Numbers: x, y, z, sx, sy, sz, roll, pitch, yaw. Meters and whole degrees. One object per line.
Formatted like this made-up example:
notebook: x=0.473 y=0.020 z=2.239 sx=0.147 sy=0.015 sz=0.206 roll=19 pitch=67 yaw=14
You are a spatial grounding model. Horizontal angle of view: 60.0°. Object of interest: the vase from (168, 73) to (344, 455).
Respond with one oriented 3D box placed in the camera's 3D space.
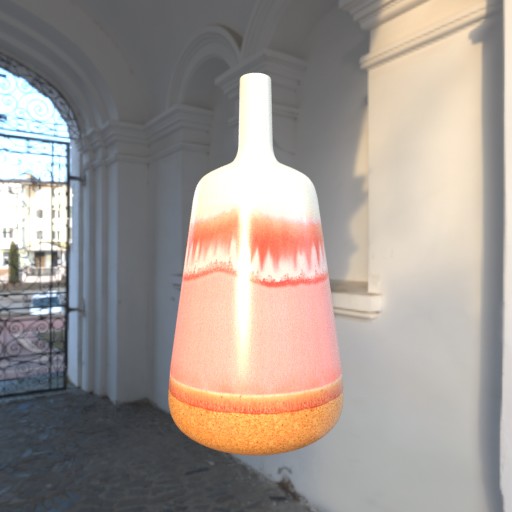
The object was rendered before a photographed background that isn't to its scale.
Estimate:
vase: x=0.000 y=0.000 z=0.371 sx=0.144 sy=0.296 sz=0.144 roll=0 pitch=1 yaw=0
